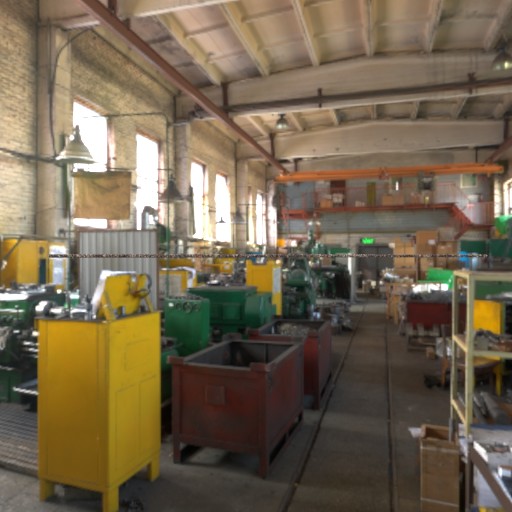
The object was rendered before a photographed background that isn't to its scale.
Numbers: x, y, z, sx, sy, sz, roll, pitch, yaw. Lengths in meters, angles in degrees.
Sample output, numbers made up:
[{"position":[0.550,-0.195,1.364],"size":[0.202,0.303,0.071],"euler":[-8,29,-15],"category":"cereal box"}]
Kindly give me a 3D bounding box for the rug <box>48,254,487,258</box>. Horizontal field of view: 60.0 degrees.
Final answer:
[{"position":[0.000,0.000,2.283],"size":[1.814,0.012,1.186],"euler":[0,0,-17],"category":"rug"}]
